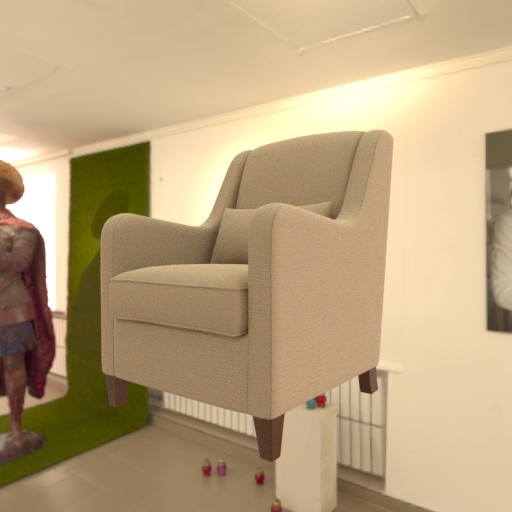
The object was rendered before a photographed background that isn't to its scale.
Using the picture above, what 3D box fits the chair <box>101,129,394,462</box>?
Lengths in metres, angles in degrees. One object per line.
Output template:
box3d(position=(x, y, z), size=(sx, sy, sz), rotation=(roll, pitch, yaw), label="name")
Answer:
box3d(position=(0.000, 0.000, 1.616), size=(0.715, 1.017, 0.896), rotation=(1, 2, 36), label="chair")
